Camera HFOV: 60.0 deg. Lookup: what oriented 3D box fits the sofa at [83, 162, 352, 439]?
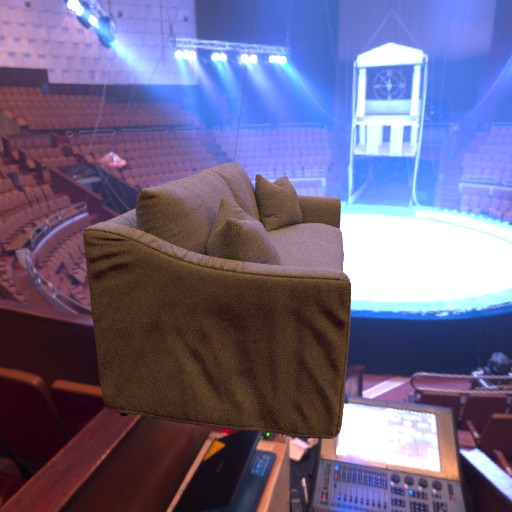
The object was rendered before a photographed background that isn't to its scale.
[{"bbox_3d":[0.000,0.000,2.666,1.072,1.018,2.010,3,17,9],"label":"sofa"}]
